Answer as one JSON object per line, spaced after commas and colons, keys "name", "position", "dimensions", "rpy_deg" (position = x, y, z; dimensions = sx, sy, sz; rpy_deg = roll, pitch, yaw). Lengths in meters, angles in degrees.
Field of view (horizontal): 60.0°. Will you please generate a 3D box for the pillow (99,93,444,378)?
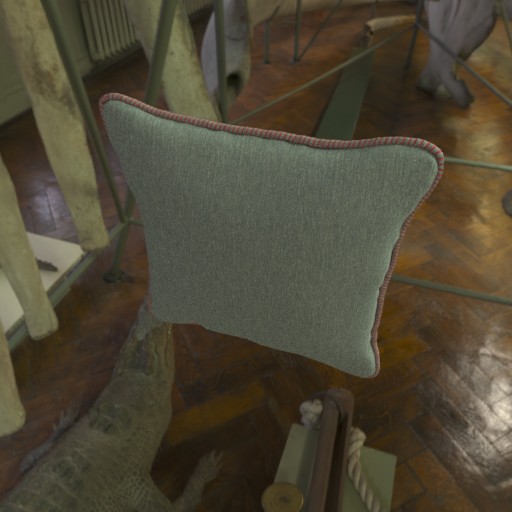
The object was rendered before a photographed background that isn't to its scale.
{"name": "pillow", "position": [0.000, 0.000, 0.736], "dimensions": [0.482, 0.491, 0.124], "rpy_deg": [13, 43, 14]}
